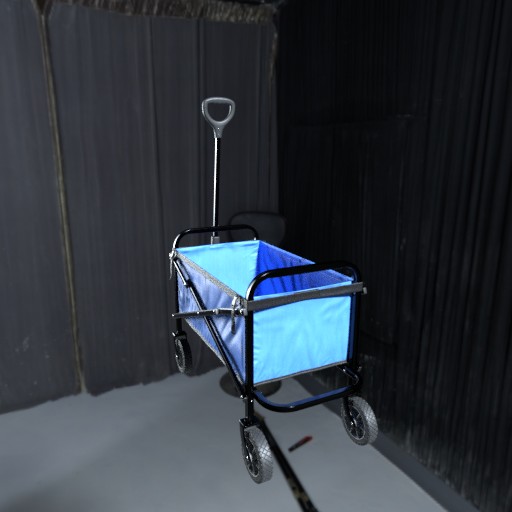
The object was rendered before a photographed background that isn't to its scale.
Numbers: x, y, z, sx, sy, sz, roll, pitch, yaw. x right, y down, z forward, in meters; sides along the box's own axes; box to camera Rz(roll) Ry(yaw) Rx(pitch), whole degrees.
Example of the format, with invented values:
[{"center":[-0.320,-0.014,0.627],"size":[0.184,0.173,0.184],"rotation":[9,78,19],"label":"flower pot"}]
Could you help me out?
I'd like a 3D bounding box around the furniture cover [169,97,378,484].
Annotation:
[{"center":[0.000,0.000,1.811],"size":[0.532,1.295,1.038],"rotation":[-7,15,-25],"label":"furniture cover"}]
